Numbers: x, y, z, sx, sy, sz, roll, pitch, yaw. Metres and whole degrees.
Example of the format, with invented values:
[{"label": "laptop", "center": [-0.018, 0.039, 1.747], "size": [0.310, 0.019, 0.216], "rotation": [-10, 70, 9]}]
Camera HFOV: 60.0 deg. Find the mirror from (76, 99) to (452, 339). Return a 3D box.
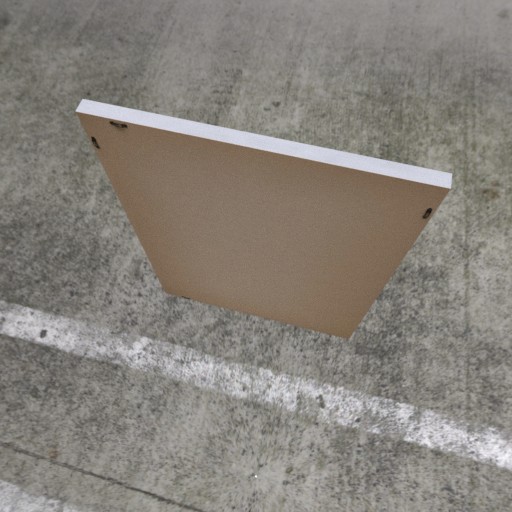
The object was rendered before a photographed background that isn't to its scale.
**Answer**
[{"label": "mirror", "center": [0.000, 0.000, 1.332], "size": [0.762, 1.016, 0.041], "rotation": [13, 64, 6]}]
